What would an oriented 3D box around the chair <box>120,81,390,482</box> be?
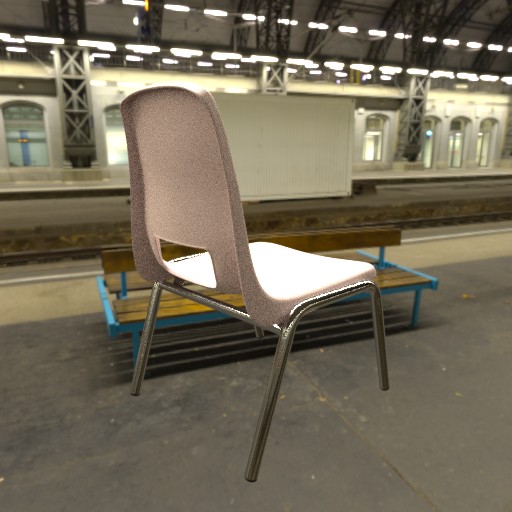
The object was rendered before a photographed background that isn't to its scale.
[{"bbox_3d":[0.000,0.000,0.778,0.354,0.537,0.385,14,19,43],"label":"chair"}]
